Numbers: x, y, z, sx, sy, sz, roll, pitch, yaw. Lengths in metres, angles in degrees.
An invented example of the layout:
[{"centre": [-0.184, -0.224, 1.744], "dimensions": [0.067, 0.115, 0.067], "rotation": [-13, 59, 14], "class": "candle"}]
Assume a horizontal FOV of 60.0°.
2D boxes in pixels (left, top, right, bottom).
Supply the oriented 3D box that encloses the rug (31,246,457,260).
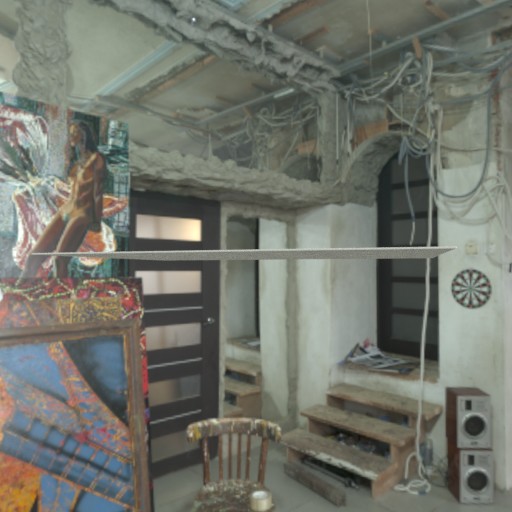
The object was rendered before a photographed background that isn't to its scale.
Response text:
[{"centre": [0.000, 0.000, 2.946], "dimensions": [2.284, 0.008, 1.522], "rotation": [-1, -2, 18], "class": "rug"}]
